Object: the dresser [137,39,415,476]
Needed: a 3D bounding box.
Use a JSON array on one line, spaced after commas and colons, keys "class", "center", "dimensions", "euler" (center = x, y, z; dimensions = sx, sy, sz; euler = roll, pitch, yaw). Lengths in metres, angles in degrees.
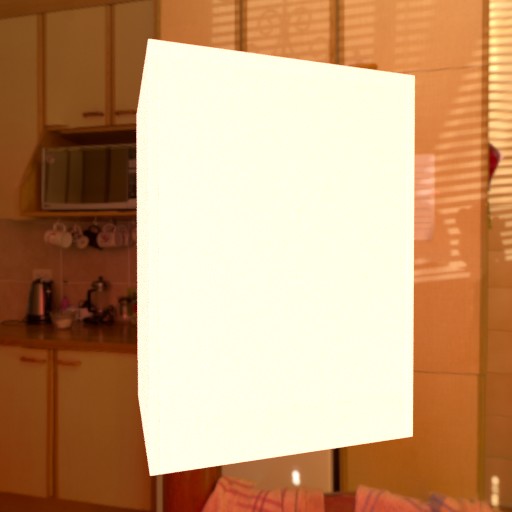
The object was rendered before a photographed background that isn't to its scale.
[{"class": "dresser", "center": [0.000, 0.000, 0.799], "dimensions": [0.400, 0.560, 0.360], "euler": [0, 1, -17]}]
